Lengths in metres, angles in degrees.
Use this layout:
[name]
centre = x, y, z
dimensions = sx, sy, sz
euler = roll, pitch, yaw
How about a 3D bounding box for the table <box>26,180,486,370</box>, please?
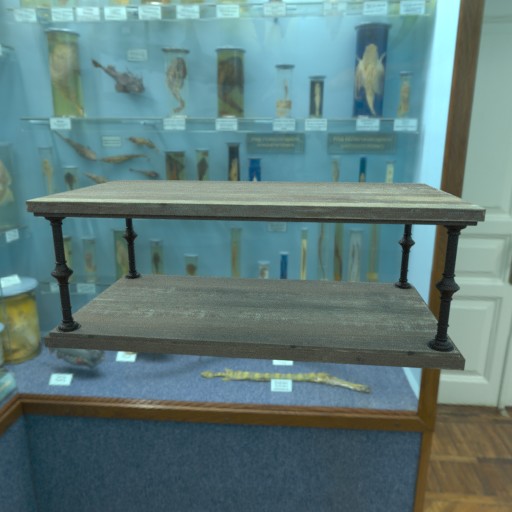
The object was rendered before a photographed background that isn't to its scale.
[table]
centre = 0.000, 0.000, 1.357
dimensions = 1.088, 0.399, 0.554
euler = 2, 15, 6
